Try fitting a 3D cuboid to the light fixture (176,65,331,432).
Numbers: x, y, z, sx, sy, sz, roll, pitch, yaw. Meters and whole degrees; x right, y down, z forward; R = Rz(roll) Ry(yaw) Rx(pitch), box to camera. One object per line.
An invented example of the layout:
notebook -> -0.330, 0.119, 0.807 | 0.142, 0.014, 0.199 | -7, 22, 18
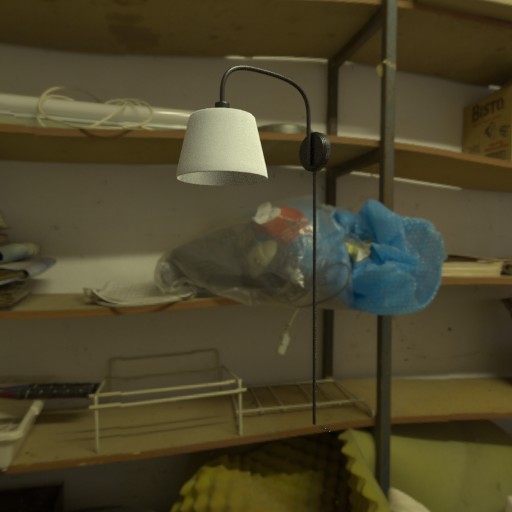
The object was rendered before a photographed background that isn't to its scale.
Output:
light fixture -> 0.000, 0.000, 0.471 | 0.176, 0.399, 0.092 | -1, 1, -36
